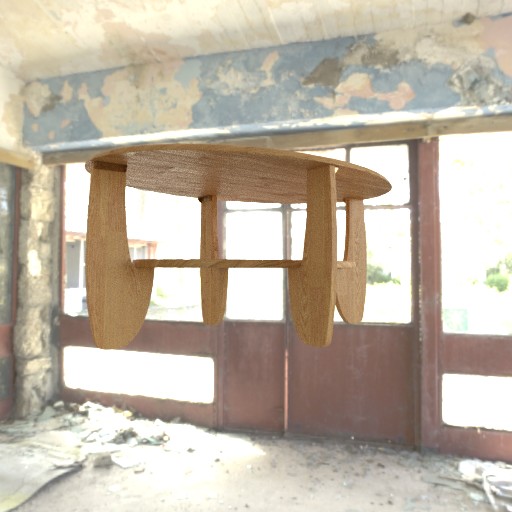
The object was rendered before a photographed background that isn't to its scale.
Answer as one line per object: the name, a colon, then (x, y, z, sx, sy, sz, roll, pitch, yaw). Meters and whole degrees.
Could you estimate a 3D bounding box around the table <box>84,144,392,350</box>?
table: (0.000, 0.000, 1.404, 1.040, 0.490, 0.690, 1, -2, -36)
